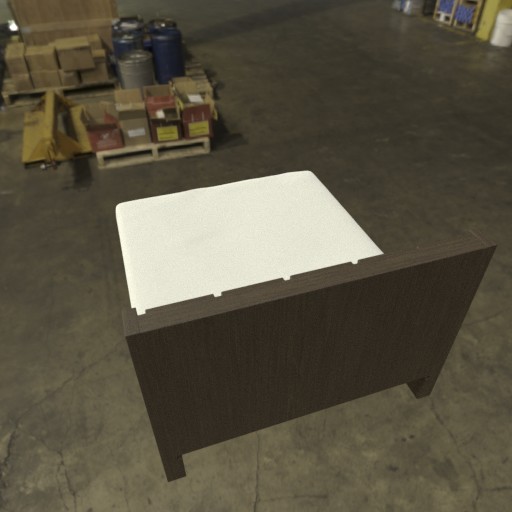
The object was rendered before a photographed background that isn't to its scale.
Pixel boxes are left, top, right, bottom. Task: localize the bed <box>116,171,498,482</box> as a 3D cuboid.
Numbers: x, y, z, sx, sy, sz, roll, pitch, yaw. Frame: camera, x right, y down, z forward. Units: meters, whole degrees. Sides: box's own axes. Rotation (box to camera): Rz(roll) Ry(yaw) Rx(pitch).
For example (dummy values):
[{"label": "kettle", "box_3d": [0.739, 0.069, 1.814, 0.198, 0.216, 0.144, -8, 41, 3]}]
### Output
[{"label": "bed", "box_3d": [0.000, 0.000, 3.005, 1.735, 1.261, 1.992, -12, 42, -14]}]
